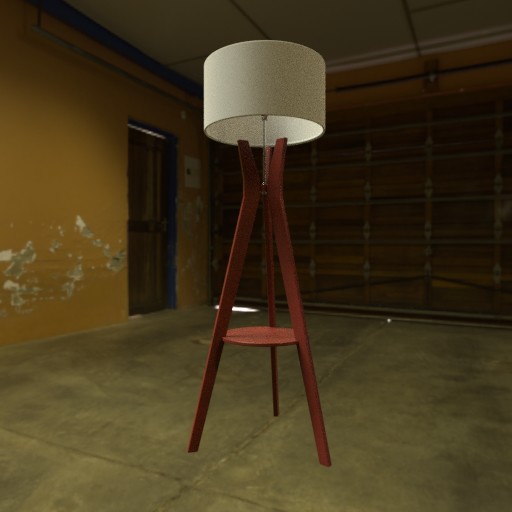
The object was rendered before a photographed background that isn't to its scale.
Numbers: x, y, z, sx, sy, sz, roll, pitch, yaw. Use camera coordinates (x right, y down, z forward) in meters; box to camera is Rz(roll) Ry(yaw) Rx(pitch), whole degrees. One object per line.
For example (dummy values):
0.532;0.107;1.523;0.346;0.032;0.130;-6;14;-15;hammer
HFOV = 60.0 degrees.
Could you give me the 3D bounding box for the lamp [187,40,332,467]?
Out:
0.000;0.000;1.740;0.542;1.472;0.539;0;1;-18;lamp
